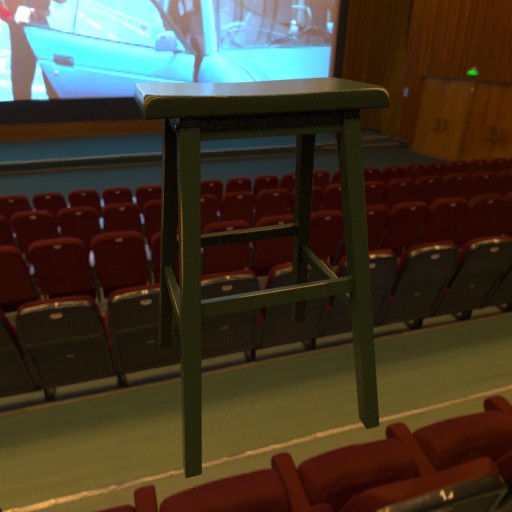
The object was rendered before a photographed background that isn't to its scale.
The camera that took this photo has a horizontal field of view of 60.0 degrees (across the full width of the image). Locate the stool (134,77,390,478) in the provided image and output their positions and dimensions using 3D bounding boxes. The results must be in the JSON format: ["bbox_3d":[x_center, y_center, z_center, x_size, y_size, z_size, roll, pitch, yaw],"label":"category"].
[{"bbox_3d":[0.000,0.000,1.018,0.457,0.737,0.476,-8,28,-16],"label":"stool"}]
